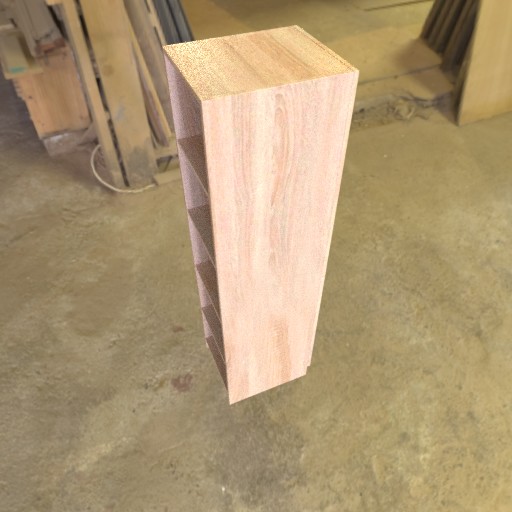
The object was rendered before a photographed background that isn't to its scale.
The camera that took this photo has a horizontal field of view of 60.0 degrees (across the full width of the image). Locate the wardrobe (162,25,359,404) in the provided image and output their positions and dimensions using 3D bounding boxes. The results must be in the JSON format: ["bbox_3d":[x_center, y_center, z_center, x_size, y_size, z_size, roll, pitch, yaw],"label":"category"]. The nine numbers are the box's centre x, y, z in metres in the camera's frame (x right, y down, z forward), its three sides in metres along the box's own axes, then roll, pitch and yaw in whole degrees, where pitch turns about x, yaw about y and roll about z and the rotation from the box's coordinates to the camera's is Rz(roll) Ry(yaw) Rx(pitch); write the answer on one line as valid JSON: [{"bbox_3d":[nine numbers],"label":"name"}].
[{"bbox_3d":[0.000,0.000,2.408,0.588,2.117,0.496,-17,48,-16],"label":"wardrobe"}]
